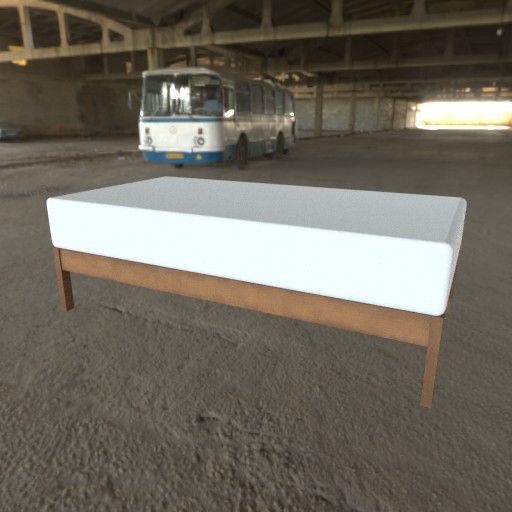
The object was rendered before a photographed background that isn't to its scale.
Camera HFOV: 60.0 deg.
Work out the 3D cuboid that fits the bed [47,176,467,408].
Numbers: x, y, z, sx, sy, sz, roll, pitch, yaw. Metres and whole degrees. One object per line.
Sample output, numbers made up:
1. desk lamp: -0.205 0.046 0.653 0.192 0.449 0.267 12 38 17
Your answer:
1. bed: 0.000 0.000 2.322 1.902 0.616 0.961 9 19 25
